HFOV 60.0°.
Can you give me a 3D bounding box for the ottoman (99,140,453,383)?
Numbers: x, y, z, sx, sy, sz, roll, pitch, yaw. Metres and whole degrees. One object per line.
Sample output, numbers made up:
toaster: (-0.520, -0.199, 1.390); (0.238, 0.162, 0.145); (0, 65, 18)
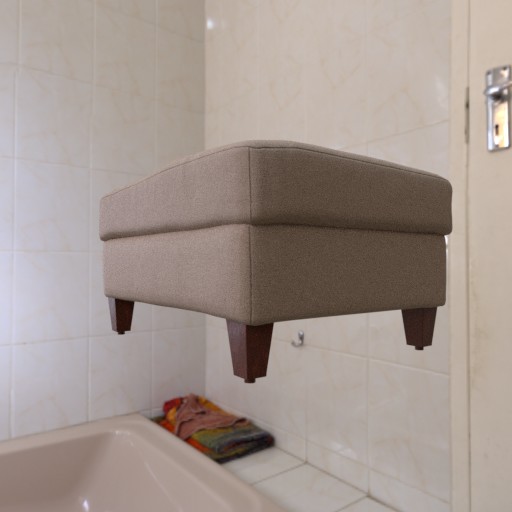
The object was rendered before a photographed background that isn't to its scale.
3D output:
ottoman: (0.000, 0.000, 1.335); (0.692, 0.511, 0.902); (1, -1, -36)
